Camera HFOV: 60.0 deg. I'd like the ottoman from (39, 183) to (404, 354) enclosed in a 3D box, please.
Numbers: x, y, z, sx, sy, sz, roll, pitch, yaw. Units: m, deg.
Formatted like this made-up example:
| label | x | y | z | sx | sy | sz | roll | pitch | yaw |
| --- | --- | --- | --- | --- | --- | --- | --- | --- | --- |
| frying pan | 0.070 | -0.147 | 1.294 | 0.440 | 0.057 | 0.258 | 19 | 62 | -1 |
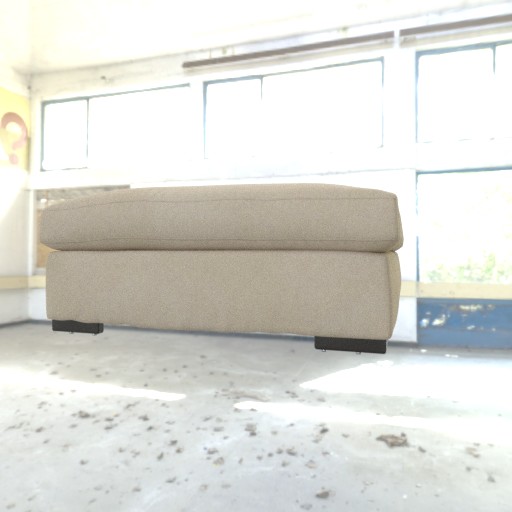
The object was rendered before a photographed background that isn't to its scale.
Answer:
| label | x | y | z | sx | sy | sz | roll | pitch | yaw |
| --- | --- | --- | --- | --- | --- | --- | --- | --- | --- |
| ottoman | 0.000 | 0.000 | 1.882 | 1.190 | 0.522 | 1.205 | 0 | 0 | 19 |
